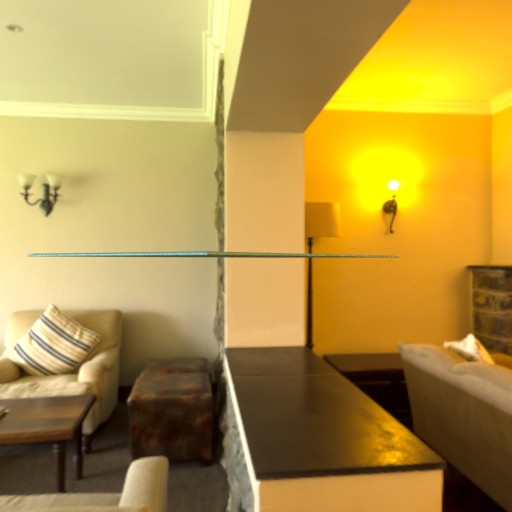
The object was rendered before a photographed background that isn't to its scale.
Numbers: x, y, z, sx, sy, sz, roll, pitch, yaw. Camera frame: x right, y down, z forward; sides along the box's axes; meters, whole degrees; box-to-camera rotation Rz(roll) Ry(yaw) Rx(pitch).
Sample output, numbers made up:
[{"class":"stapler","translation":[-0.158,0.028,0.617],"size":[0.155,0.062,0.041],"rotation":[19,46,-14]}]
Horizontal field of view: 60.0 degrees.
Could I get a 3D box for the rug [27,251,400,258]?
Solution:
[{"class":"rug","translation":[0.000,0.000,1.474],"size":[0.604,0.007,1.219],"rotation":[0,-1,34]}]
